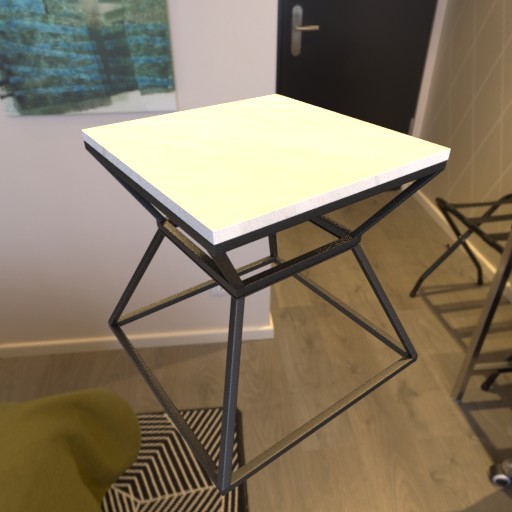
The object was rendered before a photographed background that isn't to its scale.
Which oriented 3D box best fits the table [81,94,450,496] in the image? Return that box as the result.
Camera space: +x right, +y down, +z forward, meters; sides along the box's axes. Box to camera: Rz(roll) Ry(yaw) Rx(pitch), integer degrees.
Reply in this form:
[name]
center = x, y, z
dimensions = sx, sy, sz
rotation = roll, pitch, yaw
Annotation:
[table]
center = 0.000, 0.000, 0.798
dimensions = 0.455, 0.431, 0.455
rotation = -22, 39, -30
